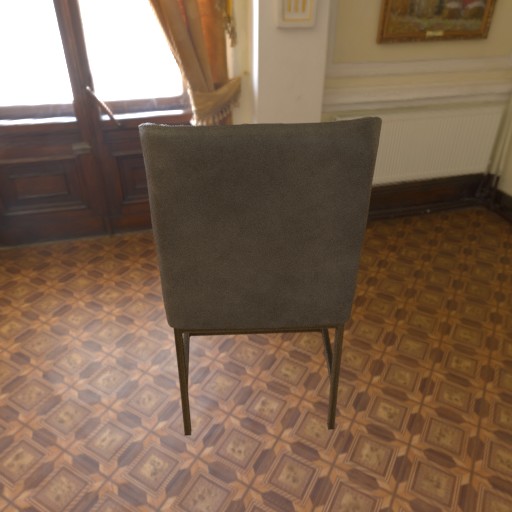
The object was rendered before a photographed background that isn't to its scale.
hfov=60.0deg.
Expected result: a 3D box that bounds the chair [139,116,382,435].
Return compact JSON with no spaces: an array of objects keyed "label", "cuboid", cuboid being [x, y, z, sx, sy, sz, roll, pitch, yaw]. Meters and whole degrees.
[{"label":"chair","cuboid":[0.000,0.000,1.234,0.508,0.889,0.587,-1,32,-2]}]
